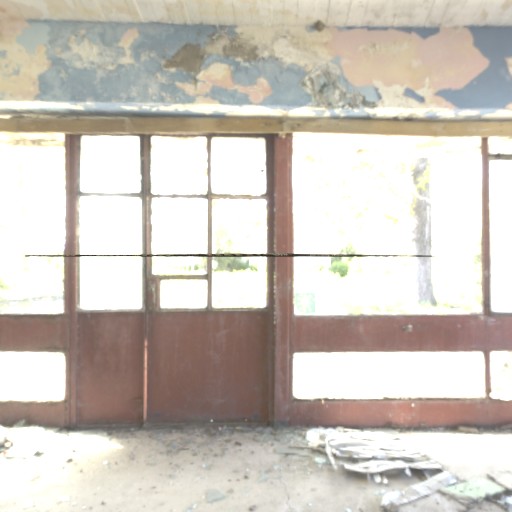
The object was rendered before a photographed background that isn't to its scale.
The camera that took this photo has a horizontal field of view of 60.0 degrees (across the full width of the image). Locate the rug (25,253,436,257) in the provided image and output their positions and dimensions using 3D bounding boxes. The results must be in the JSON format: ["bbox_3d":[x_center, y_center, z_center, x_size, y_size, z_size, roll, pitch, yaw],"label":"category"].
[{"bbox_3d":[0.000,0.000,4.096,2.438,0.016,3.048,0,0,36],"label":"rug"}]
